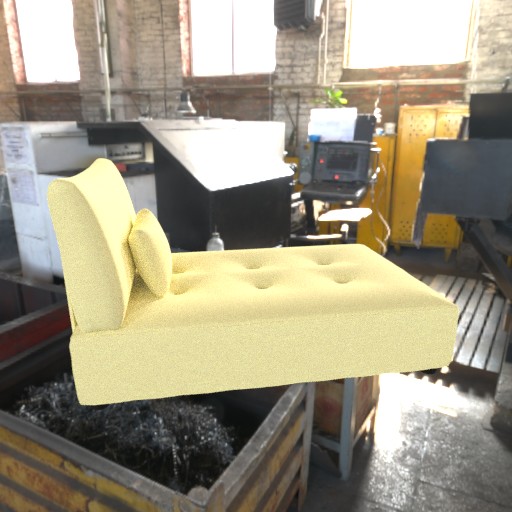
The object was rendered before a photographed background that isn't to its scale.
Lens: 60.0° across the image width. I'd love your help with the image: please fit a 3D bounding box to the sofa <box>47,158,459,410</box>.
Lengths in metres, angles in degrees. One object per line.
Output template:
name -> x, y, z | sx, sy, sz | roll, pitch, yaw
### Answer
sofa -> 0.000, 0.000, 1.970 | 1.450, 0.820, 0.930 | -3, 18, -10
